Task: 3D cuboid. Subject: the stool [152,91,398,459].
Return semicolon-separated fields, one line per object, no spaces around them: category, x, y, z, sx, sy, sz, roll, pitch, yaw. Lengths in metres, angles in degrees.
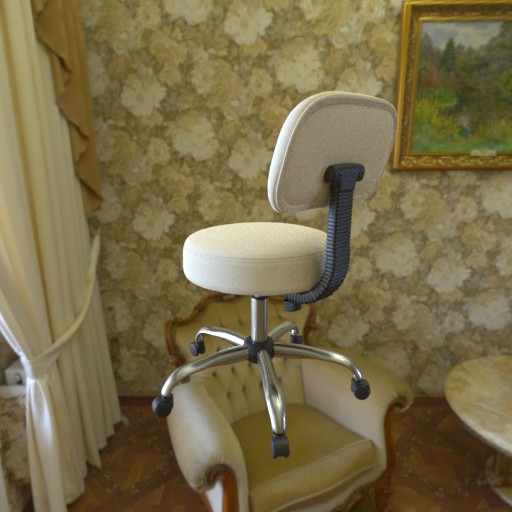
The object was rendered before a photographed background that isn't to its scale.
stool;0.000;0.000;1.223;0.609;0.810;0.616;-14;21;-43
